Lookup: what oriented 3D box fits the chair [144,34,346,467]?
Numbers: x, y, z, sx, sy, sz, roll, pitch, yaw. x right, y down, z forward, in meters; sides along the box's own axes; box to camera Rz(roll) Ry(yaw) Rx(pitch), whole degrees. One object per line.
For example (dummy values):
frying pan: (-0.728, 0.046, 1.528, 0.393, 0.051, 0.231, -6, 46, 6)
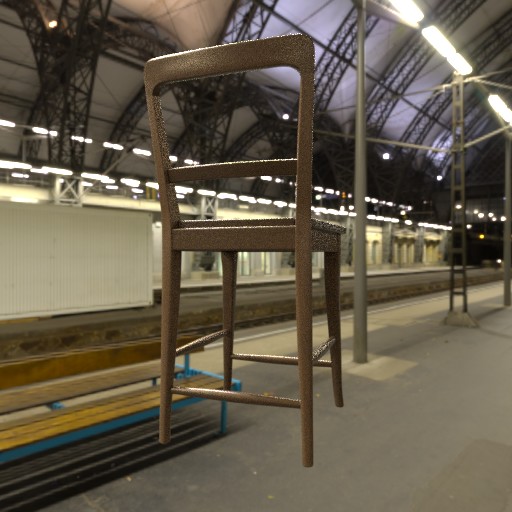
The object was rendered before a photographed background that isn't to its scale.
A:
chair: (0.000, 0.000, 1.282, 0.450, 0.991, 0.546, 0, 0, 20)
